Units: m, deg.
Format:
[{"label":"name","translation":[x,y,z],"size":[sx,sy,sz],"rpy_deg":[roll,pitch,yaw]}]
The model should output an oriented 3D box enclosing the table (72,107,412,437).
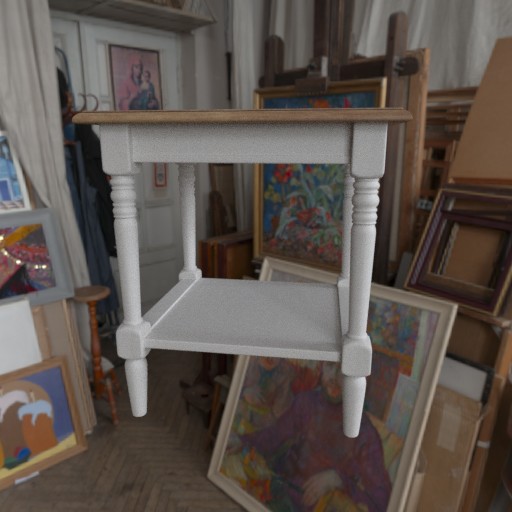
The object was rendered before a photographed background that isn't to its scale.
[{"label":"table","translation":[0.000,0.000,0.936],"size":[0.508,0.561,0.457],"rpy_deg":[2,15,8]}]
